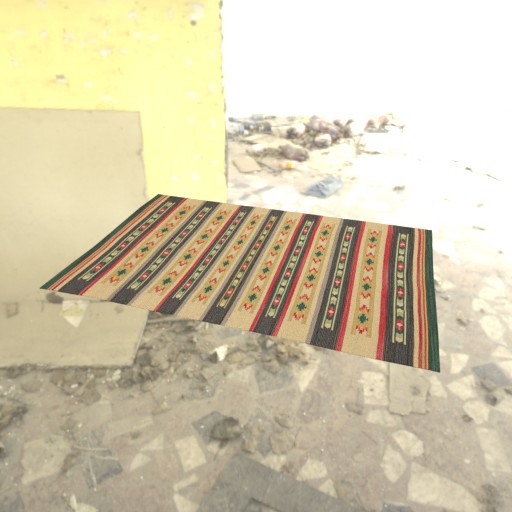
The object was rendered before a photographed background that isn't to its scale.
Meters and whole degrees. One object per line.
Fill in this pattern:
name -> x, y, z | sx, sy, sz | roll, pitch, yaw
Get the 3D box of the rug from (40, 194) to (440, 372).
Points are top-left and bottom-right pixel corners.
rug -> 0.000, 0.000, 3.019 | 2.311, 0.010, 1.522 | 9, 32, 15
